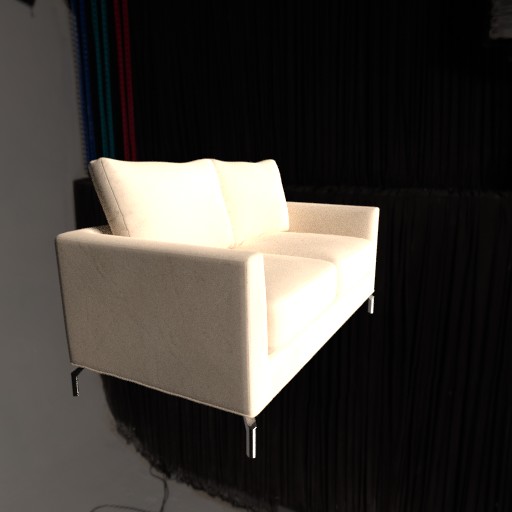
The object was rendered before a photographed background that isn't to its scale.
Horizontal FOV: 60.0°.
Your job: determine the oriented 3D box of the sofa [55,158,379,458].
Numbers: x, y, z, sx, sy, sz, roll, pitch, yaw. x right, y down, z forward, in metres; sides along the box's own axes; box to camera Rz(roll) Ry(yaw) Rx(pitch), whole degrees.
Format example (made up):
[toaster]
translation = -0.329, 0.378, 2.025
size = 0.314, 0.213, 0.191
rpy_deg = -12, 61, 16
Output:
[sofa]
translation = 0.000, 0.000, 2.322
size = 0.906, 0.995, 1.739
rpy_deg = 6, 13, 27
